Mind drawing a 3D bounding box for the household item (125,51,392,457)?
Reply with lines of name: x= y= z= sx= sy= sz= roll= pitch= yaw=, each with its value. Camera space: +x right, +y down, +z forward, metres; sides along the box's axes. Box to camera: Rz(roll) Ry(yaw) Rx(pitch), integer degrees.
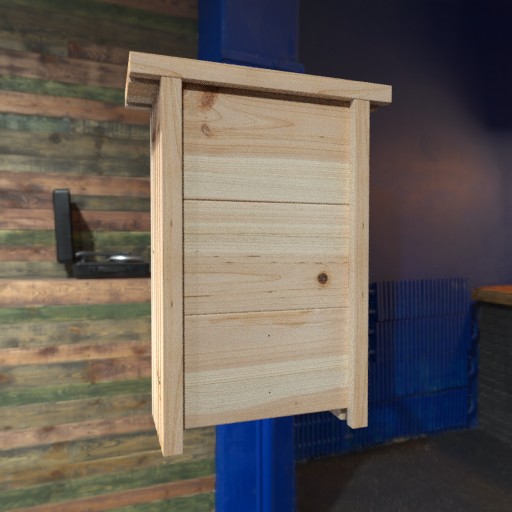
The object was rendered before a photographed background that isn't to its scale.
household item: x=0.000 y=0.000 z=0.544 sx=0.301 sy=0.407 sz=0.123 roll=0 pitch=2 yaw=-18
